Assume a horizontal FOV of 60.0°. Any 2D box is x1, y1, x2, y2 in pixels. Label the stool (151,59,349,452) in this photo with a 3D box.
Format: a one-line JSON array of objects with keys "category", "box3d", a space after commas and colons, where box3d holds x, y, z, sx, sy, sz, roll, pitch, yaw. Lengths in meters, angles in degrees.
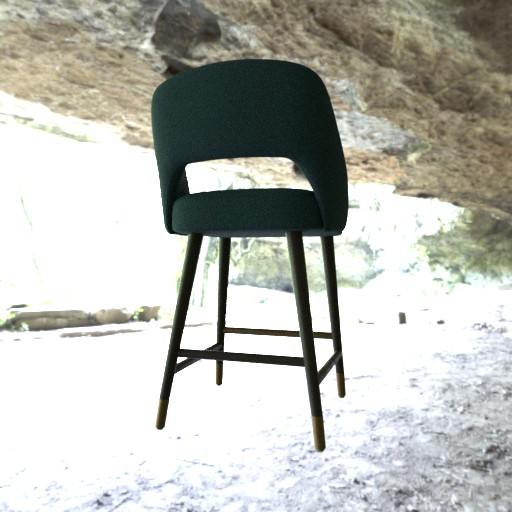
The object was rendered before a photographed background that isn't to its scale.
[{"category": "stool", "box3d": [0.000, 0.000, 1.297, 0.536, 0.939, 0.522, 0, 0, 18]}]
